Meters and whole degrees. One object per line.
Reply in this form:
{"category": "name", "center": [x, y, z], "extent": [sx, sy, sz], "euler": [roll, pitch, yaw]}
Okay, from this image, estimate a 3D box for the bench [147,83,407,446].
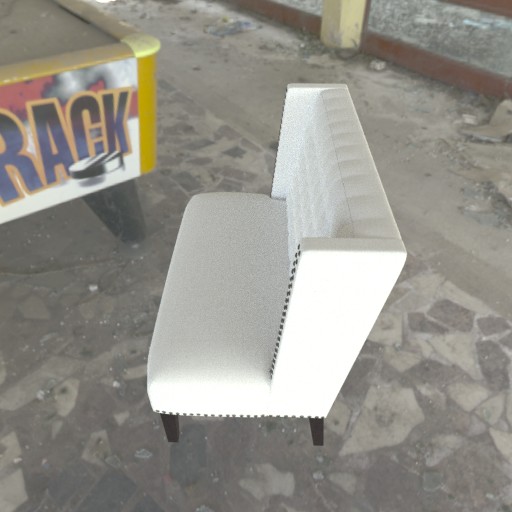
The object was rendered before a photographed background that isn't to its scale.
{"category": "bench", "center": [0.000, 0.000, 2.025], "extent": [0.847, 1.123, 1.280], "euler": [1, 41, 1]}
